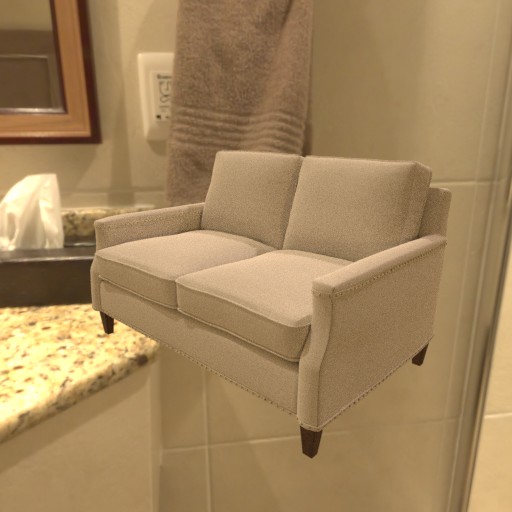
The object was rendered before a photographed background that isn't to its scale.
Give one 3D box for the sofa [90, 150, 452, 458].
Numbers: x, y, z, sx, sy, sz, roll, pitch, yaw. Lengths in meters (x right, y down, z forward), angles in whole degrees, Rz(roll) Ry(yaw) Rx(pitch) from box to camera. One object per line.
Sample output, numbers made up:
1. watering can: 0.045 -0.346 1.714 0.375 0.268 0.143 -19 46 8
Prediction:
1. sofa: 0.000 0.000 2.272 1.597 1.003 1.084 15 21 42
